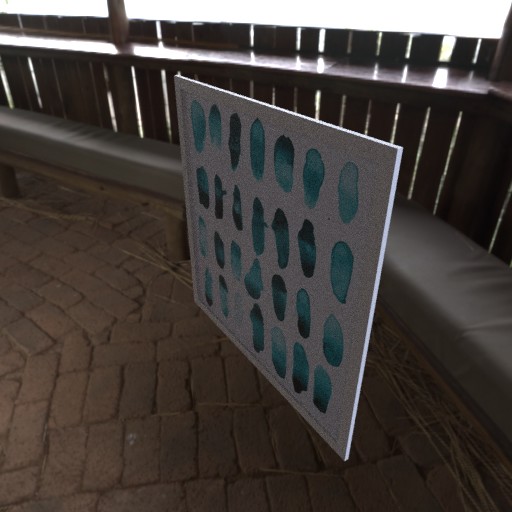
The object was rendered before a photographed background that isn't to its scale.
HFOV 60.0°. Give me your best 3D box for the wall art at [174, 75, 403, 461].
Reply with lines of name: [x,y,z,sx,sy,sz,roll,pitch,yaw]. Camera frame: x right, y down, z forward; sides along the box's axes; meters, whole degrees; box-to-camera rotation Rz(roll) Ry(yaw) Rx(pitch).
wall art: [0.000,0.000,0.828,0.009,0.559,0.558,-20,37,-29]
